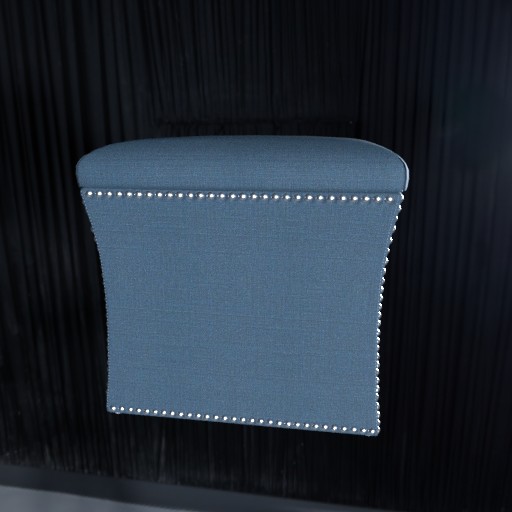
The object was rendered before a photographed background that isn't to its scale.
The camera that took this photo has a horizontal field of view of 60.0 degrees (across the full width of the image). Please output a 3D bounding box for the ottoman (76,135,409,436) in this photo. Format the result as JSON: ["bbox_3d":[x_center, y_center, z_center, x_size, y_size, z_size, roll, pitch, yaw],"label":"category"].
[{"bbox_3d":[0.000,0.000,0.904,0.497,0.475,0.507,2,15,8],"label":"ottoman"}]
